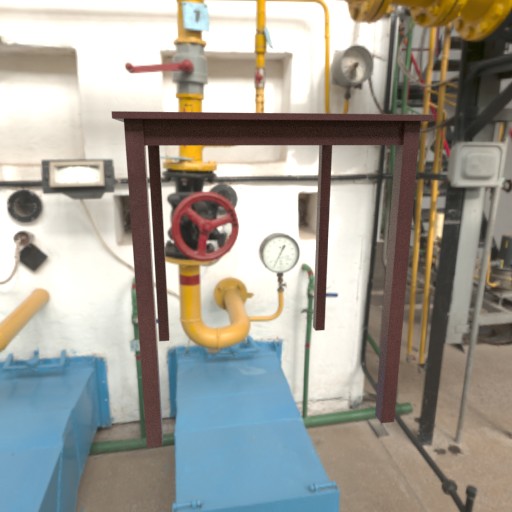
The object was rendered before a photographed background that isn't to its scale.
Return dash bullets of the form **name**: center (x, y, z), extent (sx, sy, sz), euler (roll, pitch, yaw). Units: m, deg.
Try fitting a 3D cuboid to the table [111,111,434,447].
- **table**: center (0.000, 0.000, 1.694), extent (0.861, 0.991, 0.861), euler (-2, 15, -9)
